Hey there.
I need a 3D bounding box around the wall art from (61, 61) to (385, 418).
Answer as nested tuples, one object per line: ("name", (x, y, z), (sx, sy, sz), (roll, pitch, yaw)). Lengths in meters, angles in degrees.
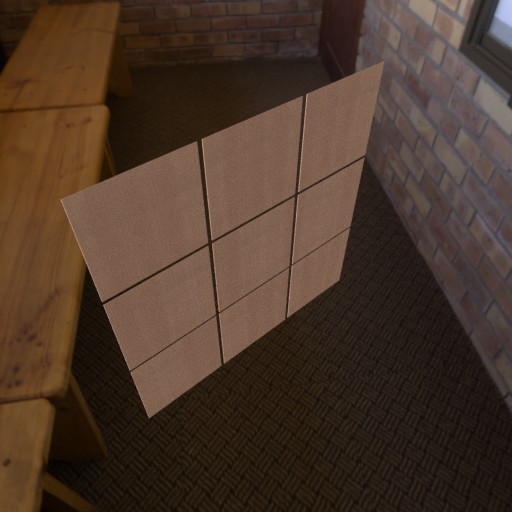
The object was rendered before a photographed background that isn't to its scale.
("wall art", (0.000, 0.000, 2.195), (1.517, 1.505, 0.002), (-32, 54, -27))
